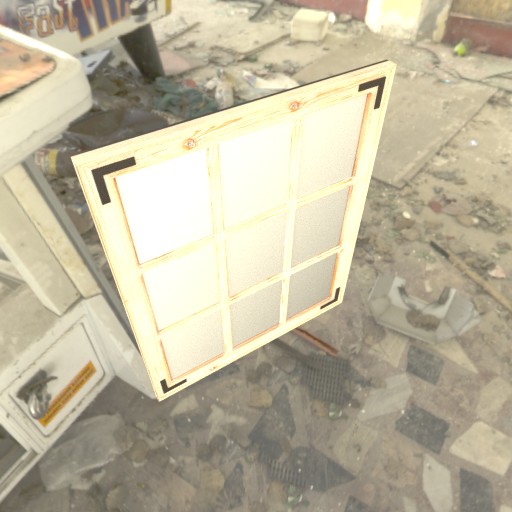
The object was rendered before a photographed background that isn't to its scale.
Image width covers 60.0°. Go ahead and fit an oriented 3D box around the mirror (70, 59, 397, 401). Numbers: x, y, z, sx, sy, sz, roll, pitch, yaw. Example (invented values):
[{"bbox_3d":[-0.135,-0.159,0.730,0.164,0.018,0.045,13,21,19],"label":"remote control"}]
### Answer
[{"bbox_3d":[0.000,0.000,1.200,0.730,0.882,0.032,-24,51,-21],"label":"mirror"}]
